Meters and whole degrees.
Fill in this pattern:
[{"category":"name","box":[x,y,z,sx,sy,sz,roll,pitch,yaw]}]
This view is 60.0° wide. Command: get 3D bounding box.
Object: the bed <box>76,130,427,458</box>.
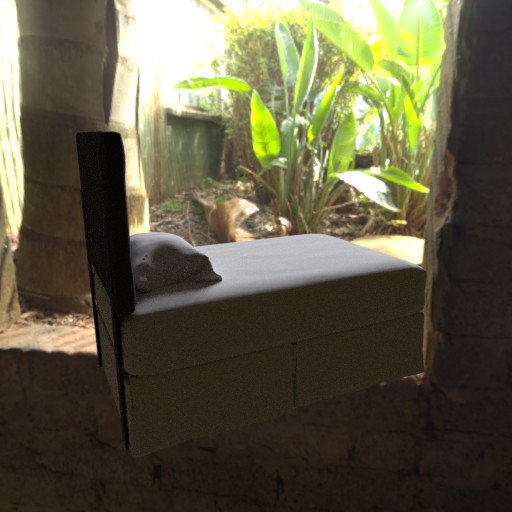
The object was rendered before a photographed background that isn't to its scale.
[{"category":"bed","box":[0.000,0.000,2.918,1.997,1.571,1.261,-7,17,-26]}]
